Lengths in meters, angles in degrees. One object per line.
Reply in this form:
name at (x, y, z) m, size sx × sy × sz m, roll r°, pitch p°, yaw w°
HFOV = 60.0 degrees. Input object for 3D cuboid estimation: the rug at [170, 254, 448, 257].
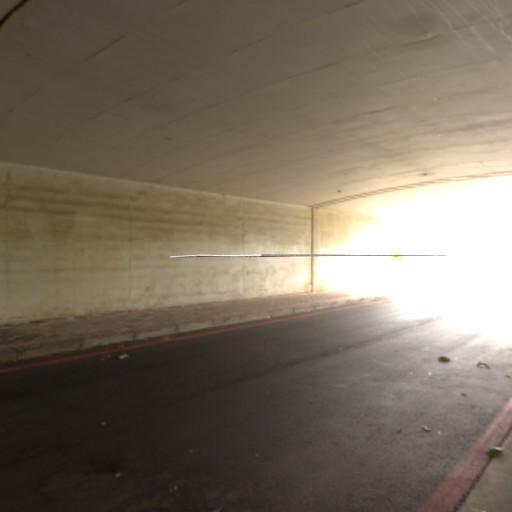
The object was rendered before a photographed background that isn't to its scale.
rug at (0.000, 0.000, 2.670) m, size 0.741 × 0.014 × 2.390 m, roll 0°, pitch 0°, yaw -18°
